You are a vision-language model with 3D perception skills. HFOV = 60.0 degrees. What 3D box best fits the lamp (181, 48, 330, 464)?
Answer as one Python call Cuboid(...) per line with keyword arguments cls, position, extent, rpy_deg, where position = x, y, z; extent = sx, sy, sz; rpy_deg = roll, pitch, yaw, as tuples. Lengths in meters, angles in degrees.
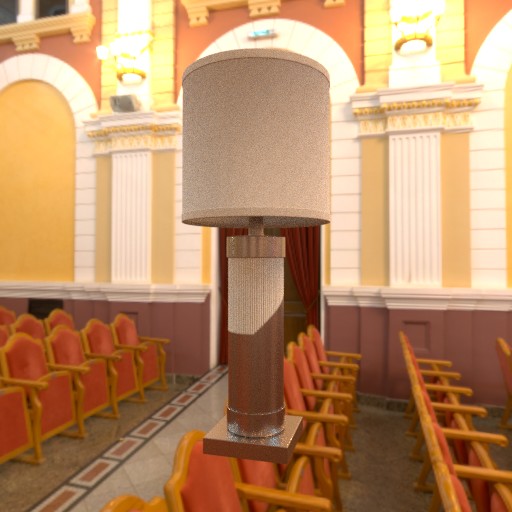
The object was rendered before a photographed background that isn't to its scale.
Cuboid(cls="lamp", position=(0.000, 0.000, 0.610), extent=(0.202, 0.509, 0.202), rpy_deg=(0, 0, 16))
